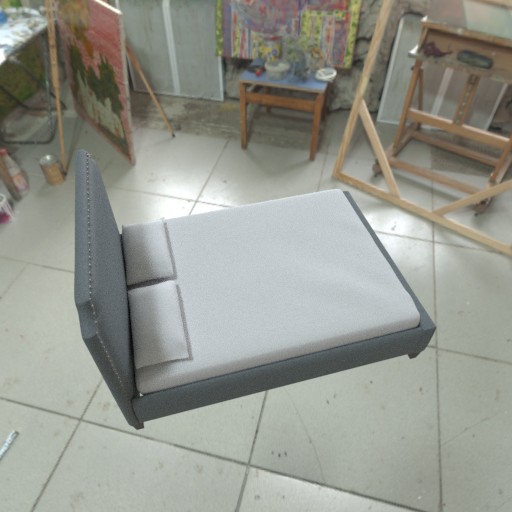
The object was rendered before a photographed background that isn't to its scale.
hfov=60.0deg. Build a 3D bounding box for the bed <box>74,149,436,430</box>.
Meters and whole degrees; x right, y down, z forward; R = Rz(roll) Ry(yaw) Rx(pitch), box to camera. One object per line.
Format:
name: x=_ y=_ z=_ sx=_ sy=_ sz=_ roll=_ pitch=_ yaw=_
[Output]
bed: x=0.000 y=0.000 z=3.467 sx=2.372 sy=1.443 sz=1.712 roll=-11 pitch=48 yaw=-10
